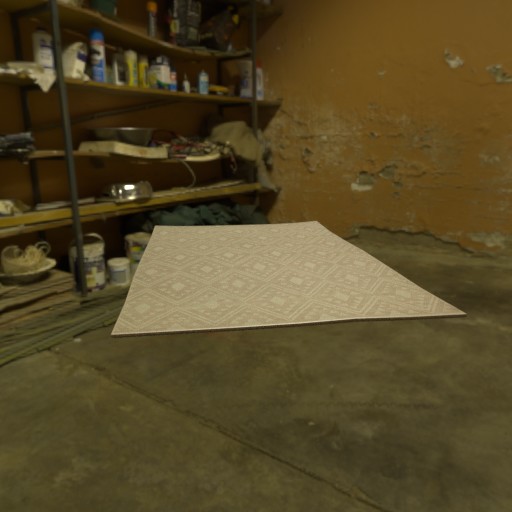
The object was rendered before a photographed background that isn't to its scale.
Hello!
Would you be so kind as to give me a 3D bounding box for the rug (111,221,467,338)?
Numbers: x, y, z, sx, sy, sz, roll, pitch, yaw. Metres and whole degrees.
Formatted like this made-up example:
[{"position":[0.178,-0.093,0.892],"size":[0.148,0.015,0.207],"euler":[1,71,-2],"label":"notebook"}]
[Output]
[{"position":[0.000,0.000,3.037],"size":[1.553,0.053,2.430],"euler":[-2,14,-8],"label":"rug"}]
